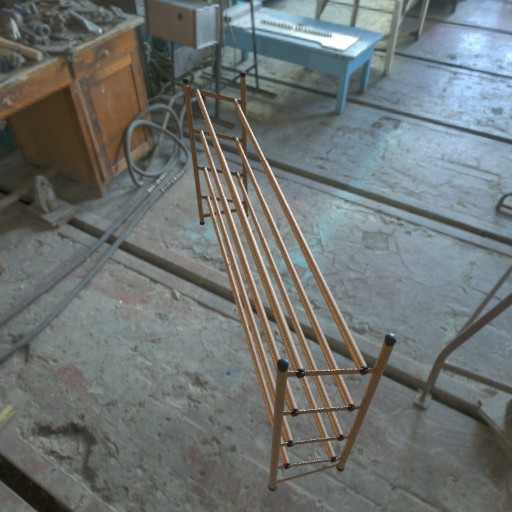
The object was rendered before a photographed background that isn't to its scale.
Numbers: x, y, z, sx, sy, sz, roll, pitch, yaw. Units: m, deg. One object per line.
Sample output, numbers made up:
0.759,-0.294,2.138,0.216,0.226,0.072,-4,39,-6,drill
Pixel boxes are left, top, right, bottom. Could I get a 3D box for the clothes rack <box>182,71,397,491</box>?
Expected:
0.000,0.000,1.408,0.229,0.672,1.168,-11,47,-10,clothes rack
